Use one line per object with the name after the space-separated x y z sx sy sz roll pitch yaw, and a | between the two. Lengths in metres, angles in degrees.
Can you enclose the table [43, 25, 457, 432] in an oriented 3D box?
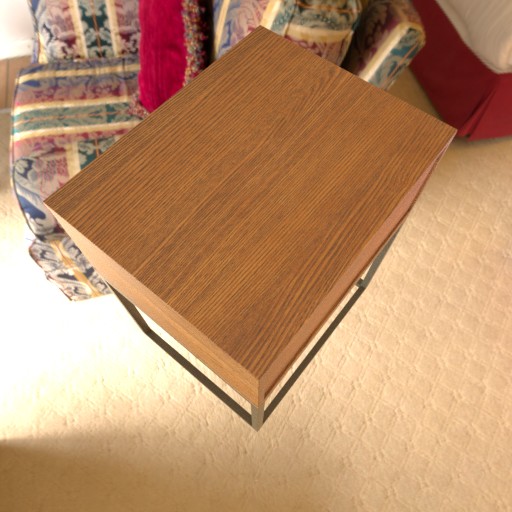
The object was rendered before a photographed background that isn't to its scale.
0.000 0.000 0.918 0.400 0.610 0.482 36 69 17 | table
